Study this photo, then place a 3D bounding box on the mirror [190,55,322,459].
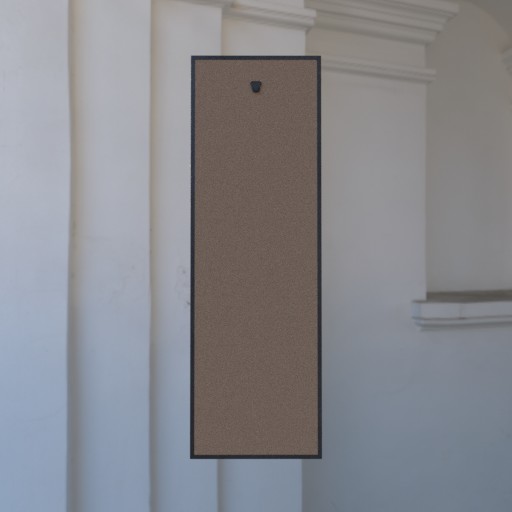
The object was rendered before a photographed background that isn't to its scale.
[{"bbox_3d":[0.000,0.000,1.193,0.354,1.080,0.042,0,-1,0],"label":"mirror"}]
